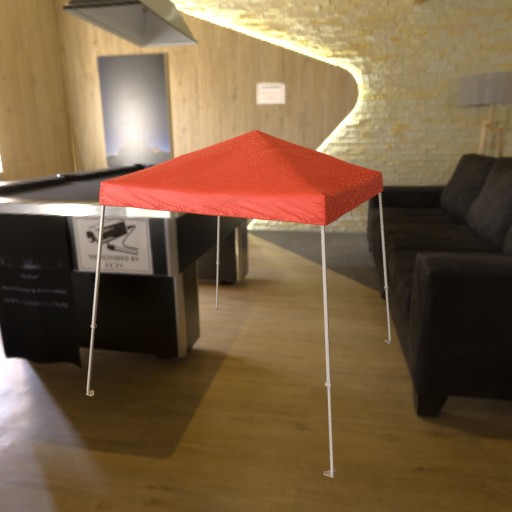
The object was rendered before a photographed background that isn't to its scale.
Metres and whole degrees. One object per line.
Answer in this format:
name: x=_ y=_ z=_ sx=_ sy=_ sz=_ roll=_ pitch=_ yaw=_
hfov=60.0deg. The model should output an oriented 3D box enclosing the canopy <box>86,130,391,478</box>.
canopy: x=0.000 y=0.000 z=5.214 sx=2.849 sy=2.850 sz=2.850 roll=7 pitch=17 yaw=25
